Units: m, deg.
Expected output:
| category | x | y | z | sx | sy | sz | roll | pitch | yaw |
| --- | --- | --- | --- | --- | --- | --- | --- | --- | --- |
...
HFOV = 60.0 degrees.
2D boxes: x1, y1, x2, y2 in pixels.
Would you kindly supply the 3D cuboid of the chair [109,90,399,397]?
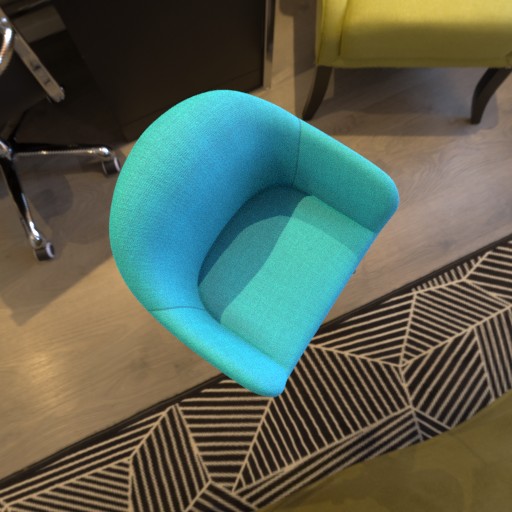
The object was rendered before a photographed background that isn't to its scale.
| category | x | y | z | sx | sy | sz | roll | pitch | yaw |
| --- | --- | --- | --- | --- | --- | --- | --- | --- | --- |
| chair | 0.000 | 0.000 | 1.212 | 0.550 | 0.795 | 0.590 | 33 | 78 | 8 |
